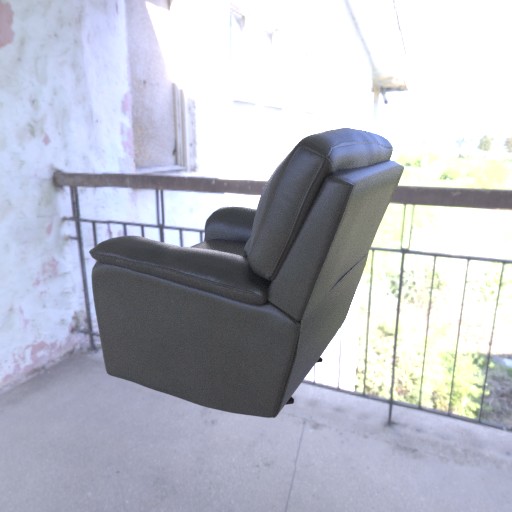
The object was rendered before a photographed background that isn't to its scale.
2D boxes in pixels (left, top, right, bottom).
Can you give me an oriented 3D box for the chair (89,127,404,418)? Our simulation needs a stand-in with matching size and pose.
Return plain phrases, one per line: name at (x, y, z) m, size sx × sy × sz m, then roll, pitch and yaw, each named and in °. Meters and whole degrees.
chair at (0.000, 0.000, 2.004) m, size 1.087 × 1.109 × 1.096 m, roll 7°, pitch 17°, yaw 25°
